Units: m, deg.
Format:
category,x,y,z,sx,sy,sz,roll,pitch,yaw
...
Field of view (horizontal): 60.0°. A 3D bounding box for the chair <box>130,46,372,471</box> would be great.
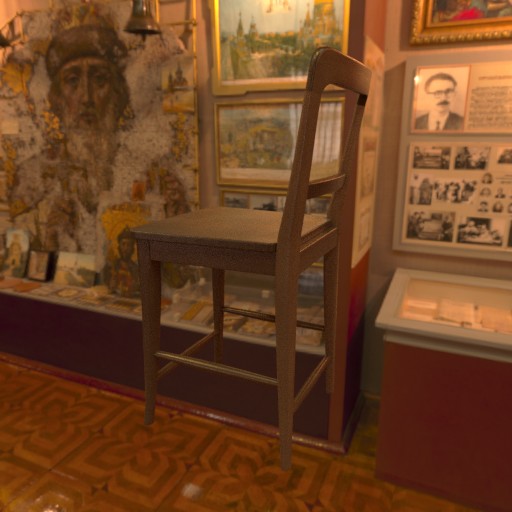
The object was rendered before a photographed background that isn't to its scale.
category,x,y,z,sx,sy,sz,roll,pitch,yaw
chair,0.000,0.000,1.251,0.546,0.991,0.450,7,17,25
